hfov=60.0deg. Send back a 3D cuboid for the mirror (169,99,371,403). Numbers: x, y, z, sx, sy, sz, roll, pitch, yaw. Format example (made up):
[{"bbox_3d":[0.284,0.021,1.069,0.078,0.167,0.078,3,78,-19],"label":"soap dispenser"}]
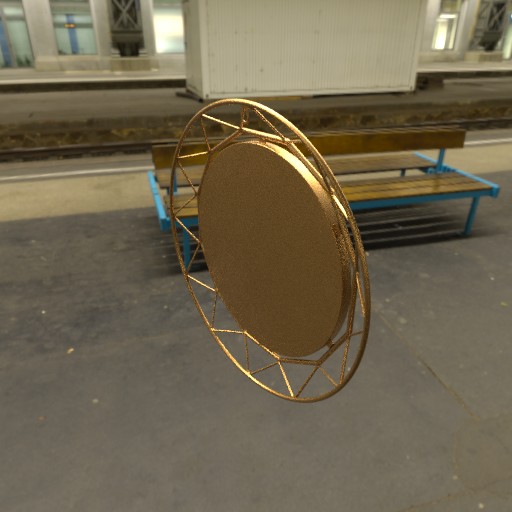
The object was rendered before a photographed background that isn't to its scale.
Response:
[{"bbox_3d":[0.000,0.000,0.672,0.043,0.454,0.454,-20,33,-34],"label":"mirror"}]
